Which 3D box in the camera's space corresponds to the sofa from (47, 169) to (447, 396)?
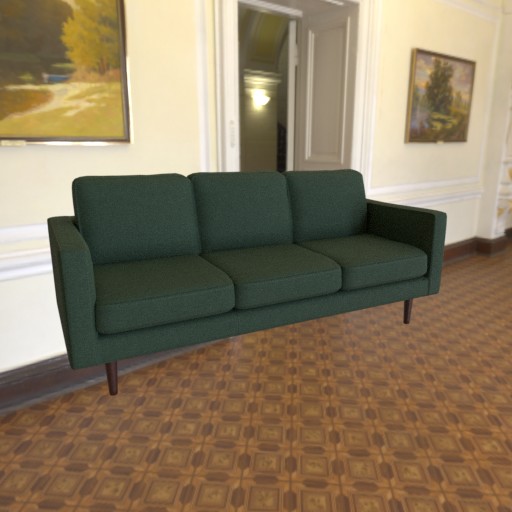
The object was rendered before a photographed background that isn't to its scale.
[{"bbox_3d":[0.000,0.000,2.457,2.029,0.899,0.879,-7,16,-26],"label":"sofa"}]
